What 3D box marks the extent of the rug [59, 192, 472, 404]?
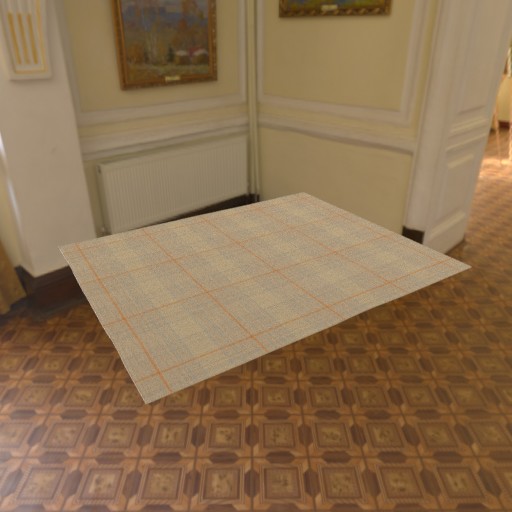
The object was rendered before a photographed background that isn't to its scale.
[{"bbox_3d":[0.000,0.000,4.170,3.051,0.021,2.448,-16,31,-29],"label":"rug"}]
